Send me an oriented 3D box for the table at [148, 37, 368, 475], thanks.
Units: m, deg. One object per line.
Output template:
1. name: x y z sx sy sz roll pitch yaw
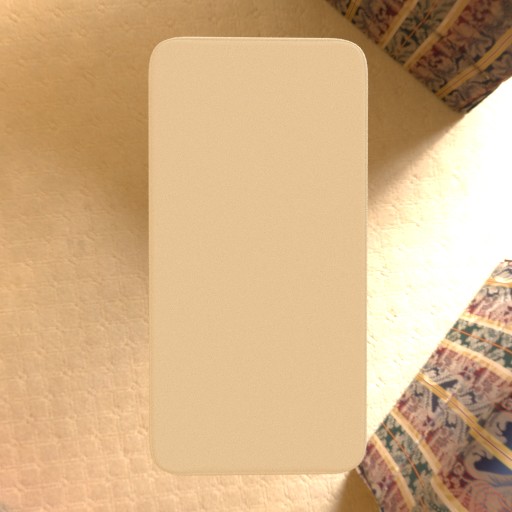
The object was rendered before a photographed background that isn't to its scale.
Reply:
1. table: 0.000 0.000 1.601 0.610 0.737 1.219 0 91 -1
